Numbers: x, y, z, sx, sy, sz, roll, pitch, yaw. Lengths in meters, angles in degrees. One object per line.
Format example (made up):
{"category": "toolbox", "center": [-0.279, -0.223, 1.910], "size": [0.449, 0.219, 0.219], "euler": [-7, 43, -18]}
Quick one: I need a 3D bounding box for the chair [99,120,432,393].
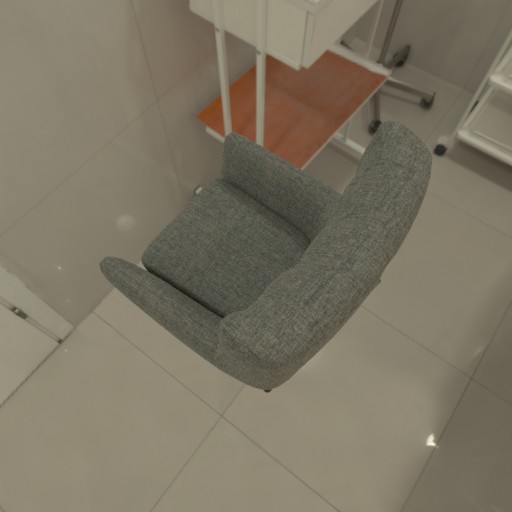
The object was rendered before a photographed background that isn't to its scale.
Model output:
{"category": "chair", "center": [0.000, 0.000, 1.739], "size": [0.904, 1.063, 0.878], "euler": [34, 68, 16]}
